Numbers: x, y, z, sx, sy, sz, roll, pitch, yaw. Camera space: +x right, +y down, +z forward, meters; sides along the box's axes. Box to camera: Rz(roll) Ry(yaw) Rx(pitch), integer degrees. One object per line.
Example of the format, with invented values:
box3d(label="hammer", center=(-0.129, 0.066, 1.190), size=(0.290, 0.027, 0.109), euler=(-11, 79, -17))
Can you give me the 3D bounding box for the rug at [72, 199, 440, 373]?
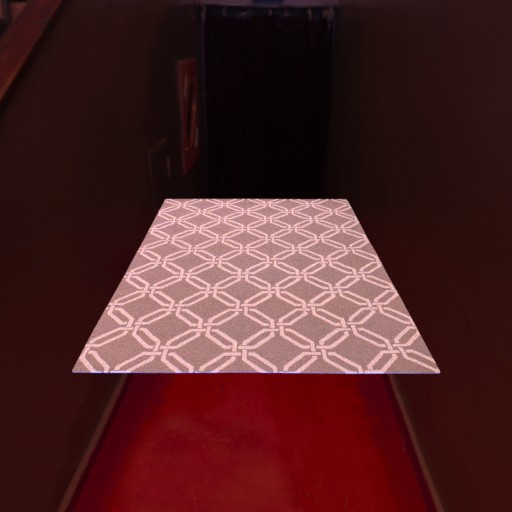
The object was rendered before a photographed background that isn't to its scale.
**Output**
box3d(label="rug", center=(0.000, 0.000, 4.442), size=(2.441, 0.020, 3.419), euler=(0, 27, 0))
